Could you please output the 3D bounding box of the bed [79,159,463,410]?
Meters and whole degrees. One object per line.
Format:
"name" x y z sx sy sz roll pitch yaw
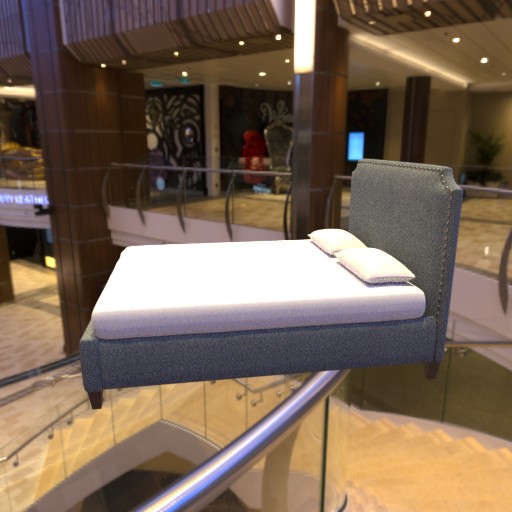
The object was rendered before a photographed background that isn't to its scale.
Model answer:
"bed" 0.000 0.000 3.495 2.372 1.443 1.712 -2 15 -9
